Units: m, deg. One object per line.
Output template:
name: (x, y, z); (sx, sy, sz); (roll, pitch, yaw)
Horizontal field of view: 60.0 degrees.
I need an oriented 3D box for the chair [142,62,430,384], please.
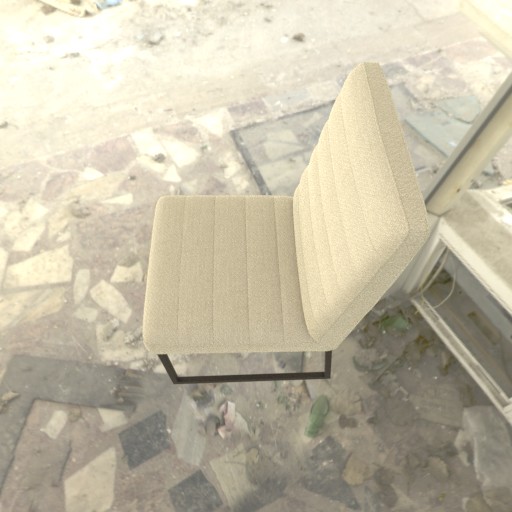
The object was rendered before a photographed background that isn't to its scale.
chair: (0.000, 0.000, 1.297); (0.634, 0.930, 0.520); (-2, 58, -1)
